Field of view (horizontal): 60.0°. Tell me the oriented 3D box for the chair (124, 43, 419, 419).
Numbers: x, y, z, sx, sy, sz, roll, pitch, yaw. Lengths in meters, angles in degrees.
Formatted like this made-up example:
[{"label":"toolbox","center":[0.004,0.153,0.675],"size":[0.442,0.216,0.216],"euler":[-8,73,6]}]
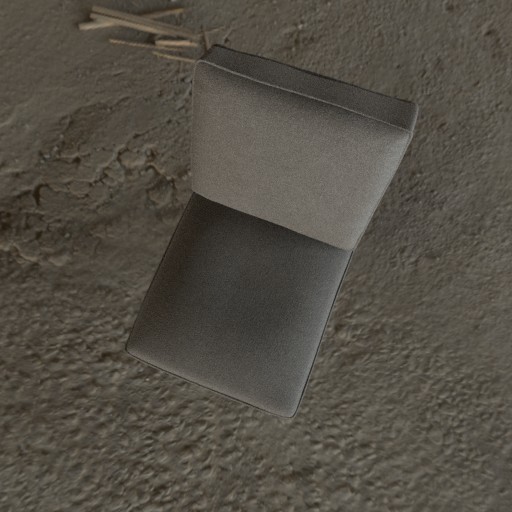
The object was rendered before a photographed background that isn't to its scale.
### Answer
[{"label":"chair","center":[0.000,0.000,1.516],"size":[0.621,0.970,0.938],"euler":[20,76,5]}]
